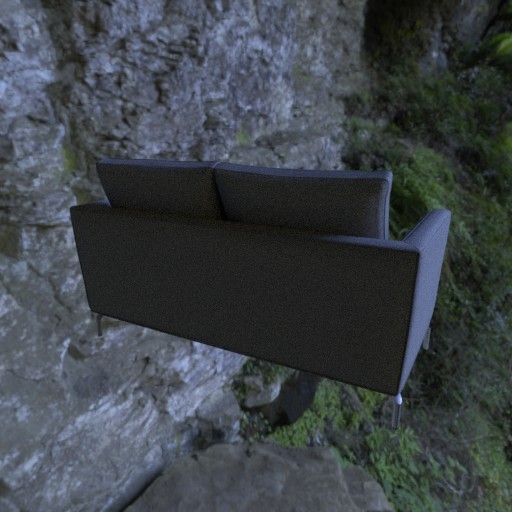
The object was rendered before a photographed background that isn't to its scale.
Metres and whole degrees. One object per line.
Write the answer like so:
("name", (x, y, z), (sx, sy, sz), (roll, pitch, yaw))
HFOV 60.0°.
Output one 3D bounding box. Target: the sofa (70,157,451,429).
("sofa", (0.000, 0.000, 2.109), (1.594, 0.924, 0.803), (9, 19, 28))
